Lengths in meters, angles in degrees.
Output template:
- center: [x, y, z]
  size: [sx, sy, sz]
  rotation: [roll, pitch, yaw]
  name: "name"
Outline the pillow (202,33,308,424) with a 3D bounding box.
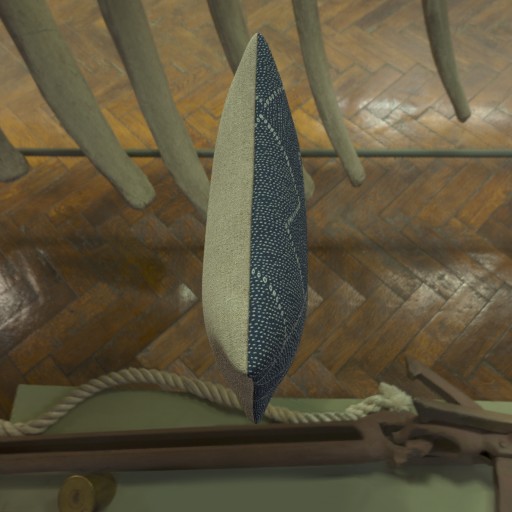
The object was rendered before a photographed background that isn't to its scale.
- center: [0.000, 0.000, 0.660]
  size: [0.148, 0.428, 0.435]
  rotation: [1, 64, 1]
  name: "pillow"
